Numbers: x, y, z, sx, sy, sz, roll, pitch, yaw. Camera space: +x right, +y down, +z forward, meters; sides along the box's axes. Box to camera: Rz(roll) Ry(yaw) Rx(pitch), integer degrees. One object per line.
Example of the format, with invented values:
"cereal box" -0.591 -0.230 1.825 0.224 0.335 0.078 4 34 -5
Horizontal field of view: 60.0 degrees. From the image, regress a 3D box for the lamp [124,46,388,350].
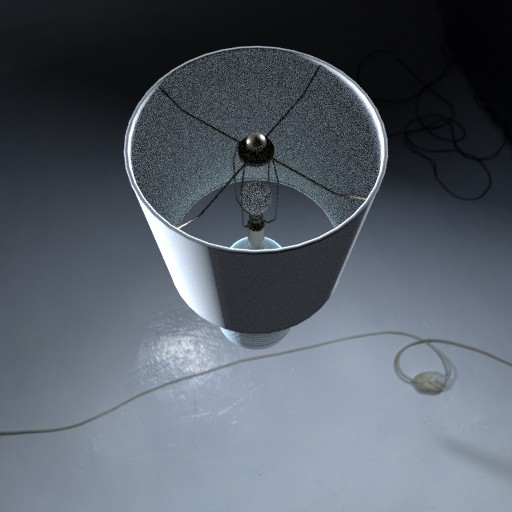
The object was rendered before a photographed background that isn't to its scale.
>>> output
"lamp" 0.000 0.000 1.098 0.418 0.871 0.418 -15 65 -7
